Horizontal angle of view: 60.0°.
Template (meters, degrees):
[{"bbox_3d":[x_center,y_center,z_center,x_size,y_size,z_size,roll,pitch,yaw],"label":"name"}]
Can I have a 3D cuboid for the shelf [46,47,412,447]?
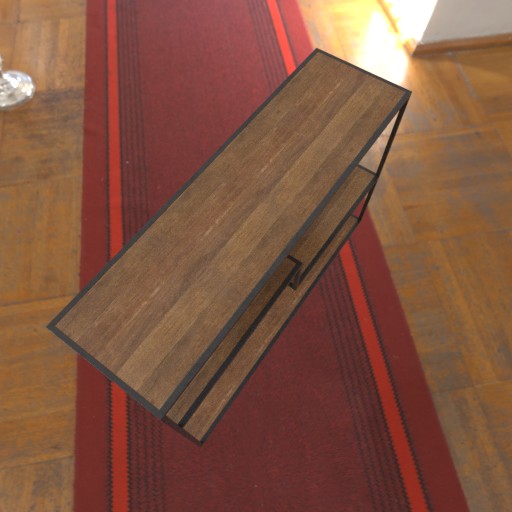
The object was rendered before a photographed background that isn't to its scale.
[{"bbox_3d":[0.000,0.000,1.556,0.361,0.765,1.201,32,67,16],"label":"shelf"}]
